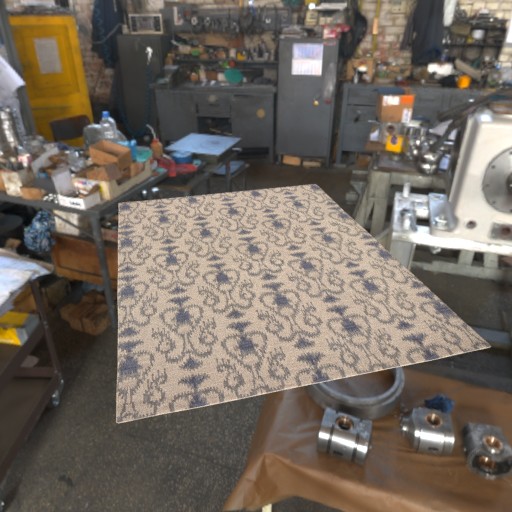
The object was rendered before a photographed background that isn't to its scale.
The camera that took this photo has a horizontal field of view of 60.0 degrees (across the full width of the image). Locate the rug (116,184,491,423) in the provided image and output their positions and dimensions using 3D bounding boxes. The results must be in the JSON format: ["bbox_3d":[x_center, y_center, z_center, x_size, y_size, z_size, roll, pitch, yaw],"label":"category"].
[{"bbox_3d":[0.000,0.000,4.047,2.437,0.015,3.205,-7,31,-13],"label":"rug"}]
